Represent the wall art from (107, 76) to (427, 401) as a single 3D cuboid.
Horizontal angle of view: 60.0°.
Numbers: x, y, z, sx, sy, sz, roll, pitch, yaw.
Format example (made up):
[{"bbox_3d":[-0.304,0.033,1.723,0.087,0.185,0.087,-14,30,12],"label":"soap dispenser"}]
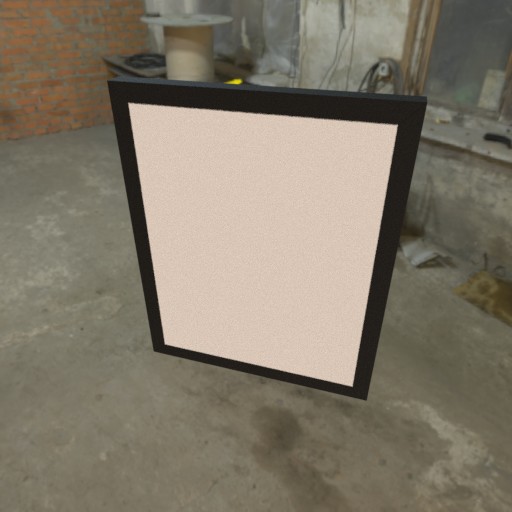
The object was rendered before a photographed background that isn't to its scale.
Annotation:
[{"bbox_3d":[0.000,0.000,0.557,0.329,0.404,0.024,9,34,14],"label":"wall art"}]
